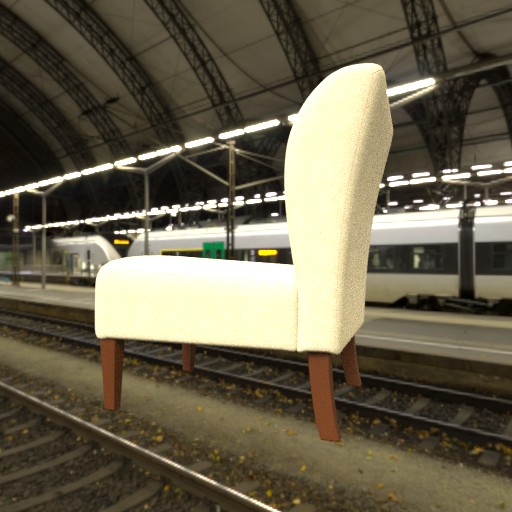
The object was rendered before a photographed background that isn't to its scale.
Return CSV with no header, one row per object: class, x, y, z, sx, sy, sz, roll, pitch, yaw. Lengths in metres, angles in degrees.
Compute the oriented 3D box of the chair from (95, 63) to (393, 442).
chair,0.000,0.000,1.296,0.754,0.833,0.521,0,-1,19
